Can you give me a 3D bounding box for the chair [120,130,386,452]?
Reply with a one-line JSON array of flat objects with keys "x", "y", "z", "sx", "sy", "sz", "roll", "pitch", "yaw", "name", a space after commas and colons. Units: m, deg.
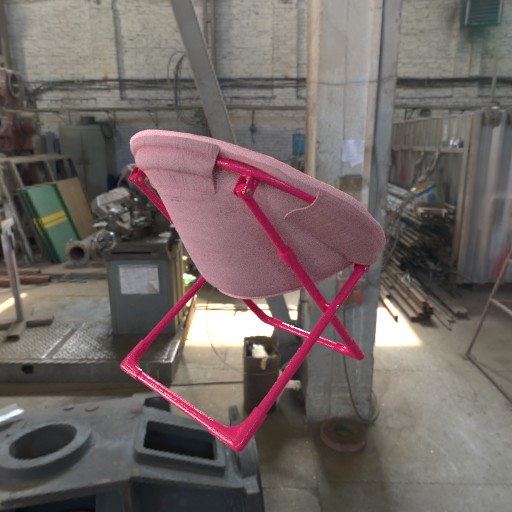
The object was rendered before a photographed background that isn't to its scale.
[{"x": 0.000, "y": 0.000, "z": 0.913, "sx": 0.459, "sy": 0.494, "sz": 0.522, "roll": -14, "pitch": 20, "yaw": -43, "name": "chair"}]
